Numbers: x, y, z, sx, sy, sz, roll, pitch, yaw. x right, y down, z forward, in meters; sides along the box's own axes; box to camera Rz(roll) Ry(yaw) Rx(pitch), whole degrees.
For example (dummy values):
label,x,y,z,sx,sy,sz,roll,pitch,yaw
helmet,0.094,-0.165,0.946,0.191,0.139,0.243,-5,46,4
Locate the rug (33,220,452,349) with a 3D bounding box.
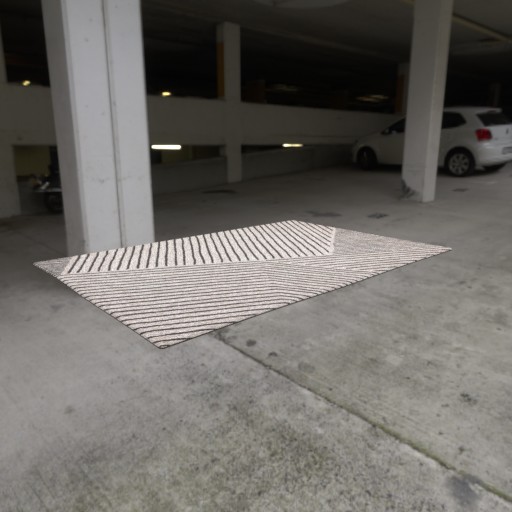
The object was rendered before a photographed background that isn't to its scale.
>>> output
label,x,y,z,sx,sy,sz,roll,pitch,yaw
rug,0.000,0.000,2.321,1.842,0.019,1.237,-13,19,-40
